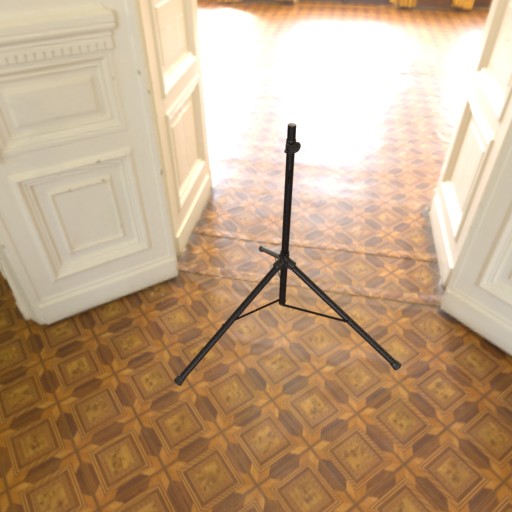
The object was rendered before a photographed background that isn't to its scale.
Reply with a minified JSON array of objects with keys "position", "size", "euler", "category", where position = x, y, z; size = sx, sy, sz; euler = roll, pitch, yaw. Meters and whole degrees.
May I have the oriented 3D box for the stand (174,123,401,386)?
[{"position":[0.000,0.000,2.731],"size":[1.339,1.595,1.596],"euler":[-25,47,-26],"category":"stand"}]
